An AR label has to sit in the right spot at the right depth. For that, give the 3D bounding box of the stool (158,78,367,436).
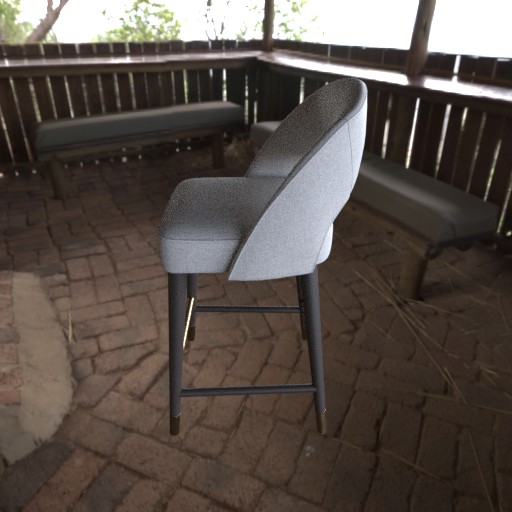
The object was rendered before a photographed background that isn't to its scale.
[{"bbox_3d":[0.000,0.000,1.265,0.509,0.940,0.494,0,28,-1],"label":"stool"}]
